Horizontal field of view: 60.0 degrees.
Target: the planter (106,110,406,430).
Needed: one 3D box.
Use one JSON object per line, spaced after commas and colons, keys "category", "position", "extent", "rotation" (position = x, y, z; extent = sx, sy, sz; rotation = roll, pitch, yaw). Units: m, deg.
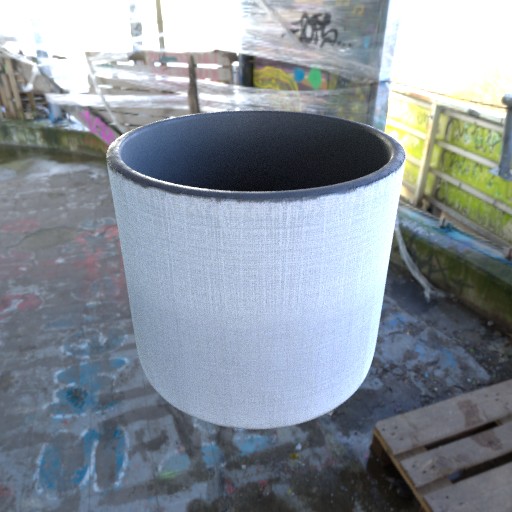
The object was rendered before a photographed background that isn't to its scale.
{"category": "planter", "position": [0.000, 0.000, 0.383], "extent": [0.221, 0.201, 0.221], "rotation": [0, 30, 0]}
